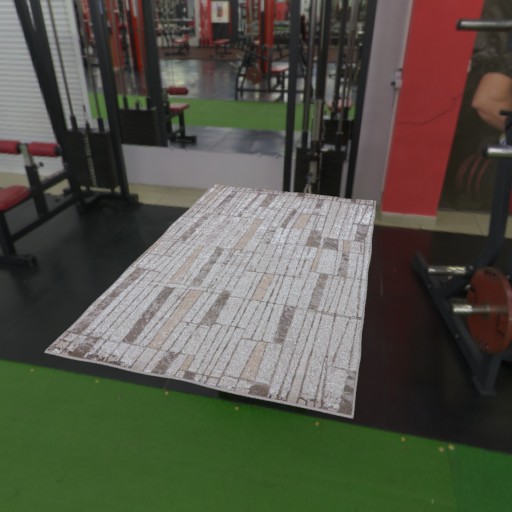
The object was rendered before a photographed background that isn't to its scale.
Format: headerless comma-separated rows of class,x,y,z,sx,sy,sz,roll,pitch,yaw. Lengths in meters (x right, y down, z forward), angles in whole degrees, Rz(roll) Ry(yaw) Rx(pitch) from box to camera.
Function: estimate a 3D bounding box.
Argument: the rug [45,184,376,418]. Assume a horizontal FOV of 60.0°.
rug,0.000,0.000,3.060,1.531,0.023,2.444,8,31,13
